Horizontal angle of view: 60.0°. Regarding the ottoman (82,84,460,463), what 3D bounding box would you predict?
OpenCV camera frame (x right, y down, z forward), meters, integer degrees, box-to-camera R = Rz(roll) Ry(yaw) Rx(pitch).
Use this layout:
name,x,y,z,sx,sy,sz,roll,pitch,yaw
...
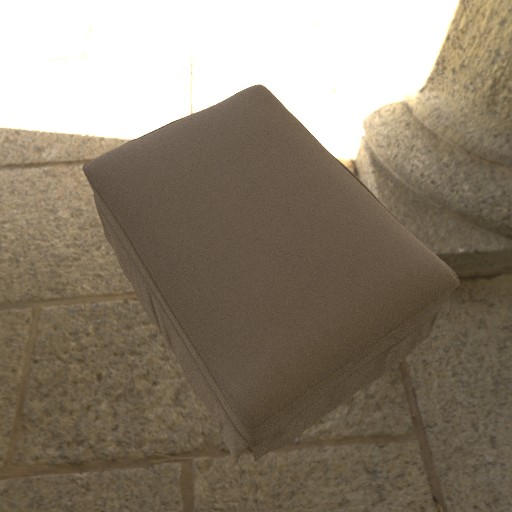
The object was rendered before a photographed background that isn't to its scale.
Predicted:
name,x,y,z,sx,sy,sz,roll,pitch,yaw
ottoman,0.000,0.000,1.352,0.721,0.482,0.959,-30,64,-17
